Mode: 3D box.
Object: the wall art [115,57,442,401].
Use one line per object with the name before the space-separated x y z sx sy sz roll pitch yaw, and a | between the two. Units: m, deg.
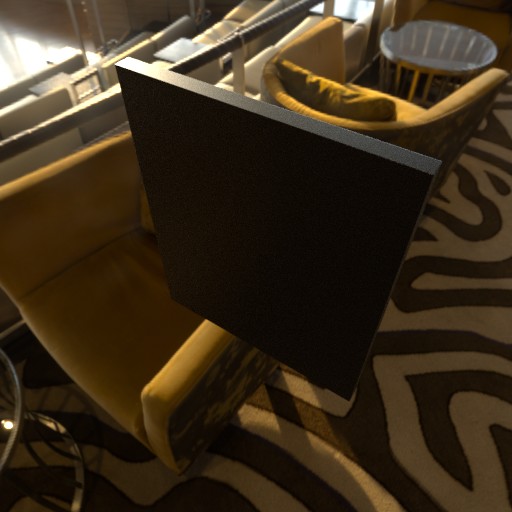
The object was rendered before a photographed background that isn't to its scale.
wall art | 0.000 0.000 0.757 0.457 0.557 0.028 26 53 21
